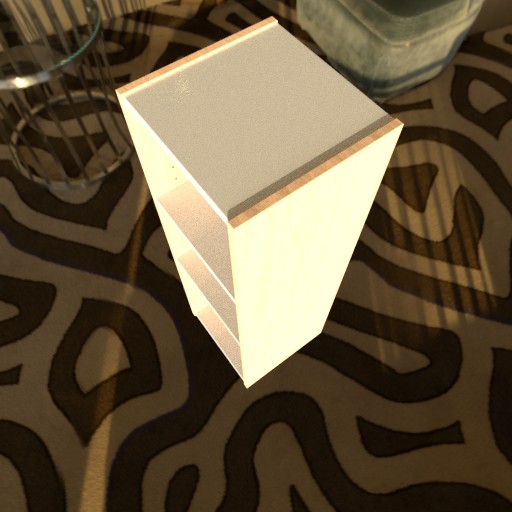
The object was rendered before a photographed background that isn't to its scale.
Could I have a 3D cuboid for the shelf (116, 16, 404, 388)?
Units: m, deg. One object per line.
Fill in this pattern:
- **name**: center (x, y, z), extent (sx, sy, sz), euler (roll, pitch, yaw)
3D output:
- **shelf**: center (0.000, 0.000, 1.028), extent (0.290, 0.900, 0.300), euler (-33, 67, -16)
